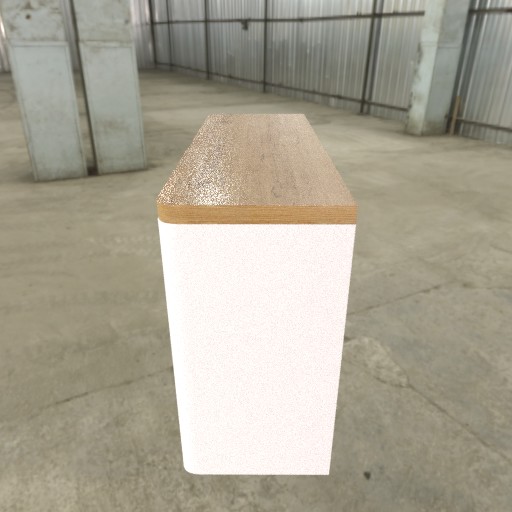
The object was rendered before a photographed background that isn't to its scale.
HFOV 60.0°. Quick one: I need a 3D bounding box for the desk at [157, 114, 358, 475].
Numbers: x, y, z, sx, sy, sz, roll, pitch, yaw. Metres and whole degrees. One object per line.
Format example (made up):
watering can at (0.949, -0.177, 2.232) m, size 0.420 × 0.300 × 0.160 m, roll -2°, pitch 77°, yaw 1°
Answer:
desk at (0.000, 0.000, 1.500) m, size 0.390 × 0.760 × 1.100 m, roll 0°, pitch 26°, yaw 0°
